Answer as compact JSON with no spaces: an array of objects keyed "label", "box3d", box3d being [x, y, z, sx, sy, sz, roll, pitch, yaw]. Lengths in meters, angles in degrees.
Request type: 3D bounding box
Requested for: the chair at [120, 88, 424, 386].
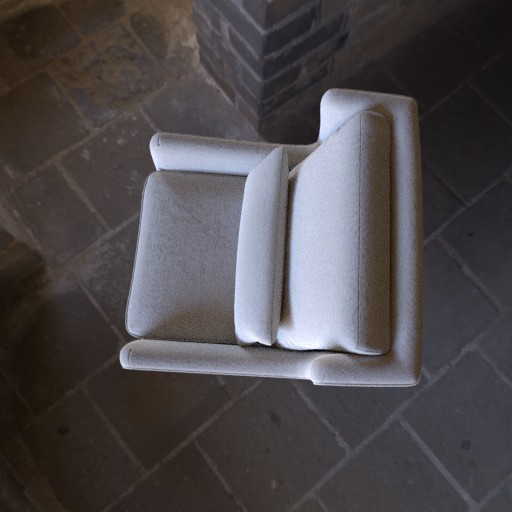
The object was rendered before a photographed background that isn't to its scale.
[{"label":"chair","box3d":[0.000,0.000,1.857,1.040,1.056,0.982,4,76,1]}]
